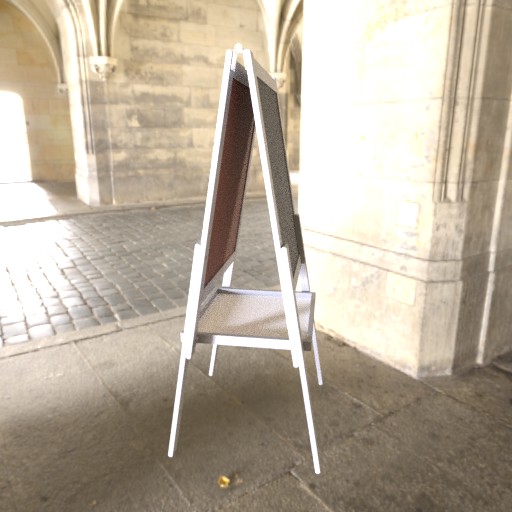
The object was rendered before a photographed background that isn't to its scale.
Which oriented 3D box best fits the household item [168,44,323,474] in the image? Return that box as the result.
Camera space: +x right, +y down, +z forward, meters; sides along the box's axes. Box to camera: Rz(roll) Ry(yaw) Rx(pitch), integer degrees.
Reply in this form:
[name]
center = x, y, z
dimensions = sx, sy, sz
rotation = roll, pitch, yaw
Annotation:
[household item]
center = 0.000, 0.000, 1.445
dimensions = 0.469, 1.172, 0.531
rotation = 2, 15, 9
